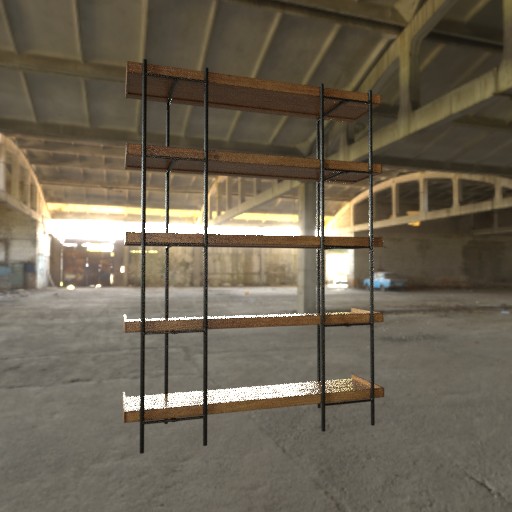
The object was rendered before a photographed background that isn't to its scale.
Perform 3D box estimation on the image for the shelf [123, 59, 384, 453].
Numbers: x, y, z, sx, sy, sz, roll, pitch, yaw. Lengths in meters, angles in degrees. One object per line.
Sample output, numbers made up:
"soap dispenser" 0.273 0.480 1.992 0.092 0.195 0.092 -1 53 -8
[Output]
"shelf" 0.000 0.000 2.411 1.371 1.826 0.379 1 -2 -17
